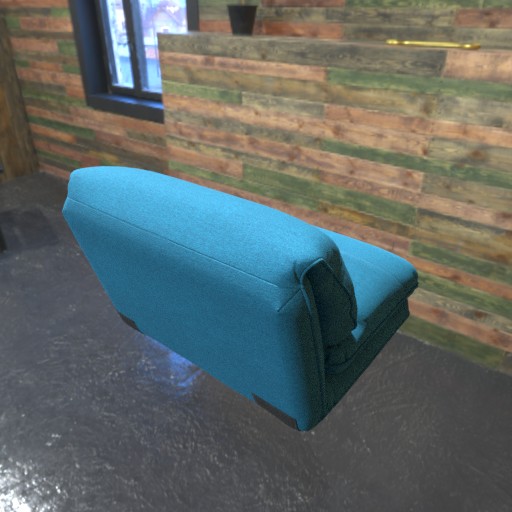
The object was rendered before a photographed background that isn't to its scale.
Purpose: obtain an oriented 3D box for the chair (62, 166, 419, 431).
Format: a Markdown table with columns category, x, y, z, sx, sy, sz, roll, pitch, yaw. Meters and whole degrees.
| category | x | y | z | sx | sy | sz | roll | pitch | yaw |
| --- | --- | --- | --- | --- | --- | --- | --- | --- | --- |
| chair | 0.000 | 0.000 | 1.361 | 0.820 | 0.580 | 0.780 | 21 | 36 | 33 |
